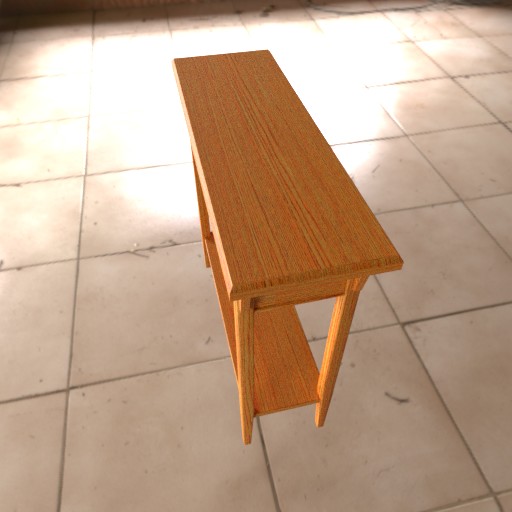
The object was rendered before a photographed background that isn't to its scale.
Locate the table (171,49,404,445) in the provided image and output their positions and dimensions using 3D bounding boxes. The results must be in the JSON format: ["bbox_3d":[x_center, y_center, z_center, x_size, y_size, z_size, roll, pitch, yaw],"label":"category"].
[{"bbox_3d":[0.000,0.000,1.121,0.254,0.711,0.762,-10,47,-9],"label":"table"}]
